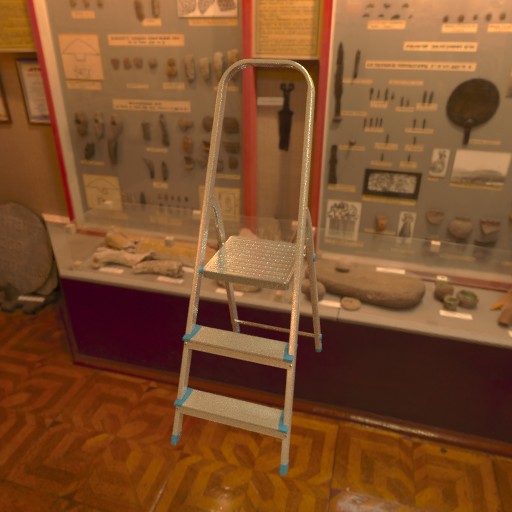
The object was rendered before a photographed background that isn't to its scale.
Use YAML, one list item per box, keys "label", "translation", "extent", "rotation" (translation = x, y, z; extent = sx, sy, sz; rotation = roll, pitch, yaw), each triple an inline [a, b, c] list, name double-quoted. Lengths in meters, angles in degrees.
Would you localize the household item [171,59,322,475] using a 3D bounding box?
- label: "household item"
  translation: [0.000, 0.000, 1.513]
  extent: [0.420, 1.215, 0.687]
  rotation: [8, 29, 15]
